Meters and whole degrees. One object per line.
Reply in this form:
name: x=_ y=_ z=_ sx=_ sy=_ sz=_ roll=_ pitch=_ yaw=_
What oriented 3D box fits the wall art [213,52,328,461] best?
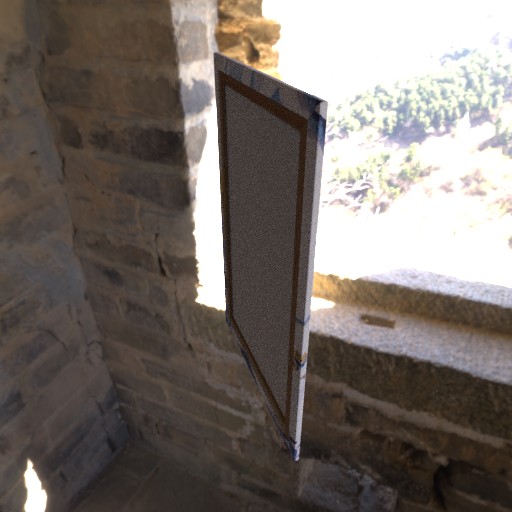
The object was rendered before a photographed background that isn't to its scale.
wall art: x=0.000 y=0.000 z=1.167 sx=0.016 sy=0.914 sz=0.610 roll=-11 pitch=33 yaw=-17
